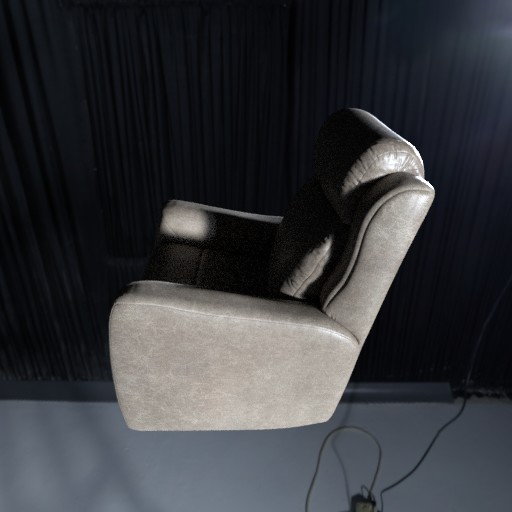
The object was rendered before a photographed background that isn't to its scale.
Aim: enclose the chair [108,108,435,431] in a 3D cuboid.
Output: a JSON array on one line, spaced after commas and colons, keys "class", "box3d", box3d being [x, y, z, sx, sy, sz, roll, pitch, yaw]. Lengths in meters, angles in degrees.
[{"class": "chair", "box3d": [0.000, 0.000, 1.874, 1.068, 1.116, 0.967, 0, 28, 0]}]
